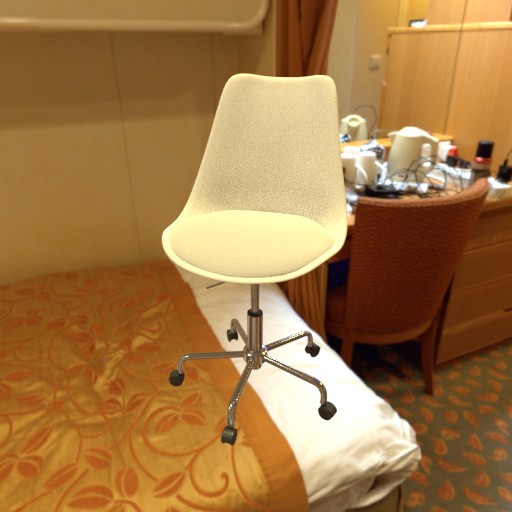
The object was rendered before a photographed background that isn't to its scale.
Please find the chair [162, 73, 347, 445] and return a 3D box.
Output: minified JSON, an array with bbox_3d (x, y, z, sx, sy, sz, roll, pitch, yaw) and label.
[{"bbox_3d":[0.000,0.000,1.261,0.550,0.930,0.550,8,27,16],"label":"chair"}]
